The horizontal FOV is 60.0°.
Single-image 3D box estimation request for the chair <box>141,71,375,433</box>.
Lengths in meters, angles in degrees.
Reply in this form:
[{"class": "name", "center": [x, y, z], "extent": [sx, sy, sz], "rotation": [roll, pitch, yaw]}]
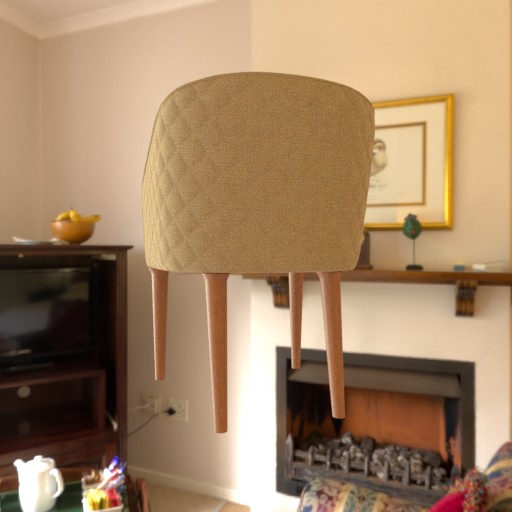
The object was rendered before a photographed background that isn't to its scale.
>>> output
[{"class": "chair", "center": [0.000, 0.000, 1.220], "extent": [0.584, 0.775, 0.616], "rotation": [0, 0, -18]}]
